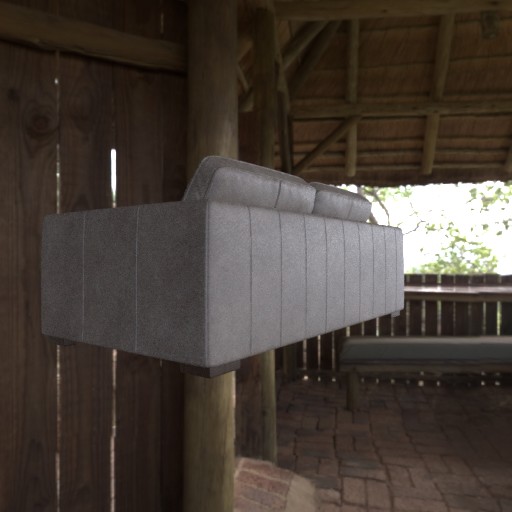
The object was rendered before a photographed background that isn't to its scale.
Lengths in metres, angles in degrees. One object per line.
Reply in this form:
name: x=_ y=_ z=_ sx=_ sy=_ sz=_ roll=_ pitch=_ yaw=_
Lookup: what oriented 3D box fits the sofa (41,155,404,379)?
sofa: x=0.000 y=0.000 z=2.473 sx=1.070 sy=0.800 sz=1.920 roll=0 pitch=0 yaw=36
